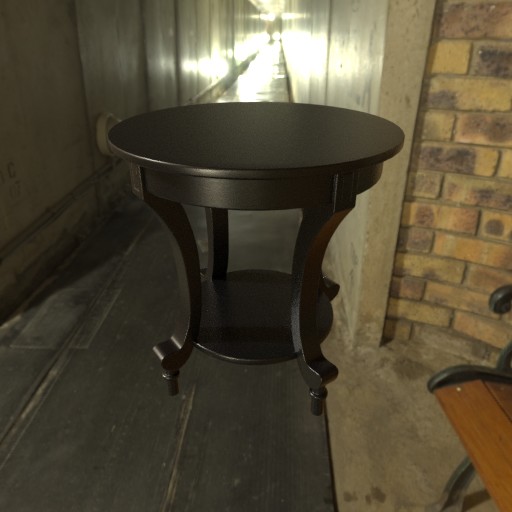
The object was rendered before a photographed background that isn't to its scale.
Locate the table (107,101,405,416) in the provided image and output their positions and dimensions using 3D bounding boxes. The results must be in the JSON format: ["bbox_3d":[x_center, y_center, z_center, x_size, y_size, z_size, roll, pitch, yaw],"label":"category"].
[{"bbox_3d":[0.000,0.000,1.071,0.597,0.618,0.597,0,28,0],"label":"table"}]
